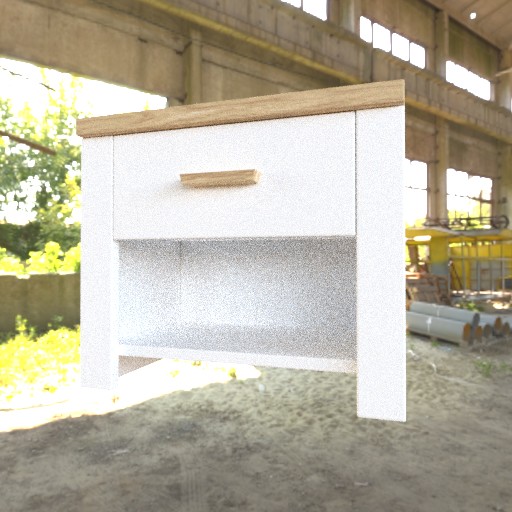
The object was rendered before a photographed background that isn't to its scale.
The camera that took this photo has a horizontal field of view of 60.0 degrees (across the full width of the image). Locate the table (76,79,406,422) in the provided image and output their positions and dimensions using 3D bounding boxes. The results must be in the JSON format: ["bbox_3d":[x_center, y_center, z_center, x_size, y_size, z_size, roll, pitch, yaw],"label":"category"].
[{"bbox_3d":[0.000,0.000,0.789,0.500,0.440,0.360,0,-1,18],"label":"table"}]
